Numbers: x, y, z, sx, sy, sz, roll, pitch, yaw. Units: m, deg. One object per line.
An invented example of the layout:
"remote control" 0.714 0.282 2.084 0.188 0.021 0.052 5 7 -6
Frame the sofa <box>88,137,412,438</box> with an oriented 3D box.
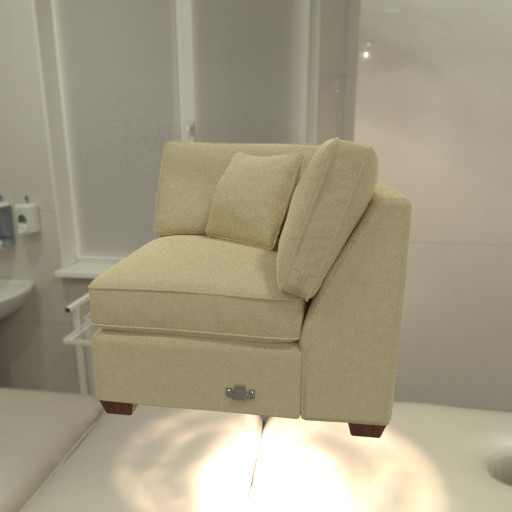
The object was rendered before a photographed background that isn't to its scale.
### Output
"sofa" 0.000 0.000 1.951 1.084 1.002 1.146 2 14 8
